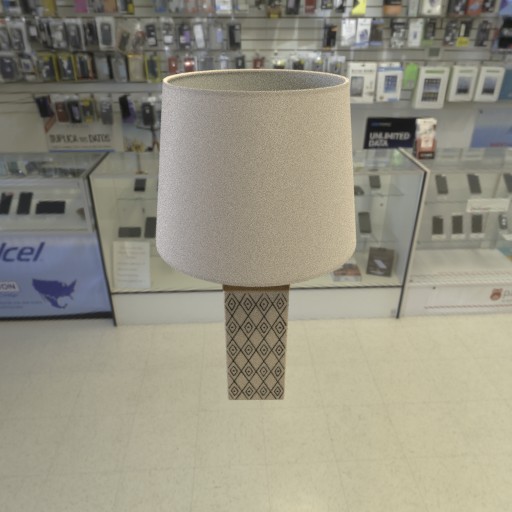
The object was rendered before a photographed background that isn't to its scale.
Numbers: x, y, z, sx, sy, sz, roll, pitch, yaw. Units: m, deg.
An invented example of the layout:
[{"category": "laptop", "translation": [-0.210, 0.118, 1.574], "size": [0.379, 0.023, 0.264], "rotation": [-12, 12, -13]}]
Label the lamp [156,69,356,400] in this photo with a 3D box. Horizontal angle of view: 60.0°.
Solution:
[{"category": "lamp", "translation": [0.000, 0.000, 0.581], "size": [0.251, 0.435, 0.251], "rotation": [0, 28, 0]}]
